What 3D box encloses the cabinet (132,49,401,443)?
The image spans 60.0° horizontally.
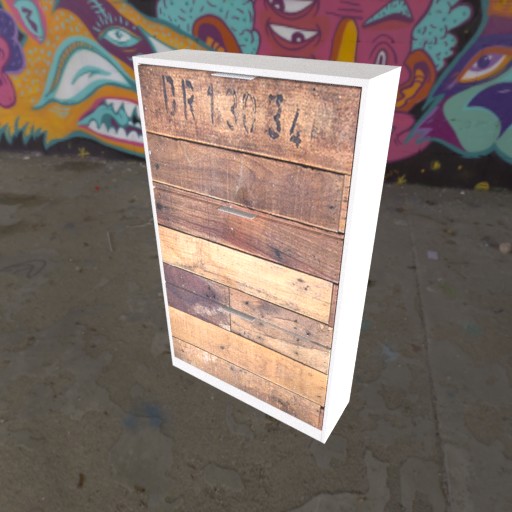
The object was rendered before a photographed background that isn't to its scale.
[{"bbox_3d":[0.000,0.000,1.580,0.750,1.280,0.250,18,35,28],"label":"cabinet"}]
